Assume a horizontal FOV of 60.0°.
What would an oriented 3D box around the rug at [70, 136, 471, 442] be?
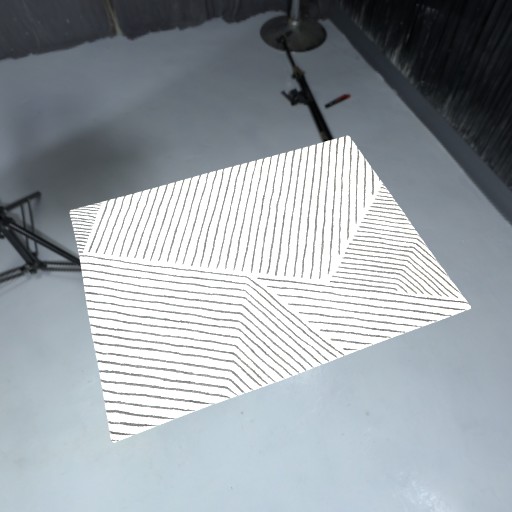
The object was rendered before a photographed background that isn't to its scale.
[{"bbox_3d":[0.000,0.000,3.243,2.449,0.028,1.829,-17,58,-11],"label":"rug"}]
